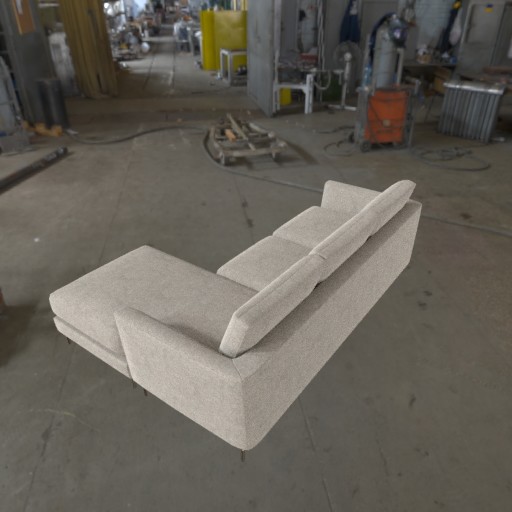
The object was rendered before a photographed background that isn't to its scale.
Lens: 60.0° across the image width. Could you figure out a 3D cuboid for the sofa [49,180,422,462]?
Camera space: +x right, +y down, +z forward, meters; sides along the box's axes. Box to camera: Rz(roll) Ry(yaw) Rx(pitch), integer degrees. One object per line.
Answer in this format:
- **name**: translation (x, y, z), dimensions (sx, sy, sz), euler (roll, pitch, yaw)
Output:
- **sofa**: translation (0.000, 0.000, 3.256), dimensions (1.626, 0.864, 2.438), euler (20, 36, 31)
